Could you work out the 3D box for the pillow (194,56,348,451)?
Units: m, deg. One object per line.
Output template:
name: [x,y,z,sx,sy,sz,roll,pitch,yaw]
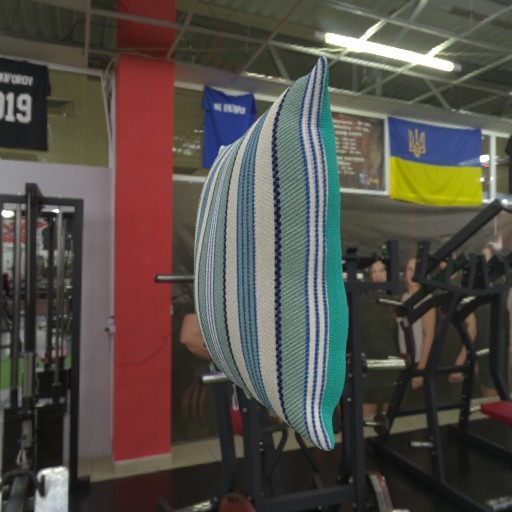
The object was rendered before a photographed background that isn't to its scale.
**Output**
pillow: [0.000,0.000,0.679,0.182,0.441,0.440,0,-1,-19]
